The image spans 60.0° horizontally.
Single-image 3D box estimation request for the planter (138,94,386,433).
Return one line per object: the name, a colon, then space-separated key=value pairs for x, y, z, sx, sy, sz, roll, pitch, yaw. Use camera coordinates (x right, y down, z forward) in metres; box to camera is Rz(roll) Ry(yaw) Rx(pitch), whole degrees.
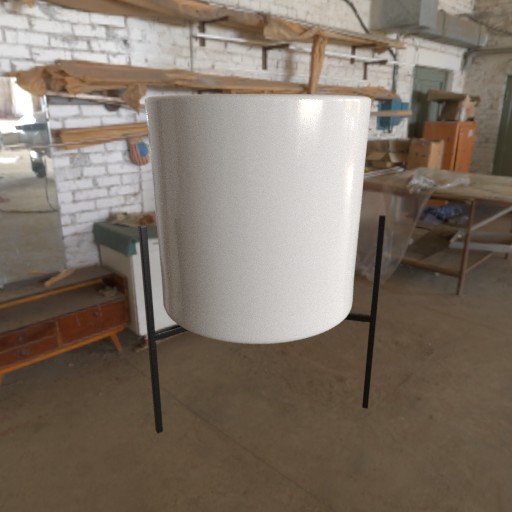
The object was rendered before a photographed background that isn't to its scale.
planter: x=0.000 y=0.000 z=0.641 sx=0.307 sy=0.431 sz=0.308 roll=-3 pitch=18 yaw=-9
